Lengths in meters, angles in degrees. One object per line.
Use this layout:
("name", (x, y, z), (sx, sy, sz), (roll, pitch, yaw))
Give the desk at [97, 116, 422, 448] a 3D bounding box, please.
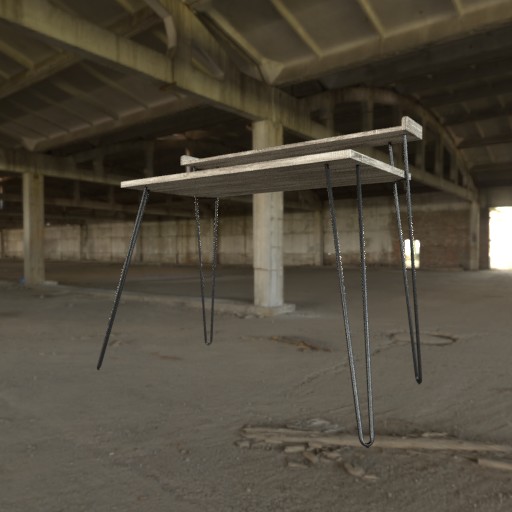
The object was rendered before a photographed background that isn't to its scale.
("desk", (0.000, 0.000, 1.625), (1.135, 0.899, 0.605), (1, 2, 37))
